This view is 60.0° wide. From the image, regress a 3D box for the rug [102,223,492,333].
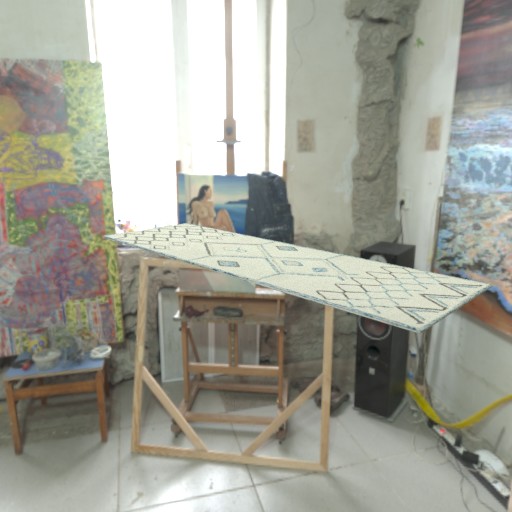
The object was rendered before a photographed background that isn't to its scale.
[{"bbox_3d":[0.000,0.000,2.695,2.434,0.013,0.770,14,20,43],"label":"rug"}]
